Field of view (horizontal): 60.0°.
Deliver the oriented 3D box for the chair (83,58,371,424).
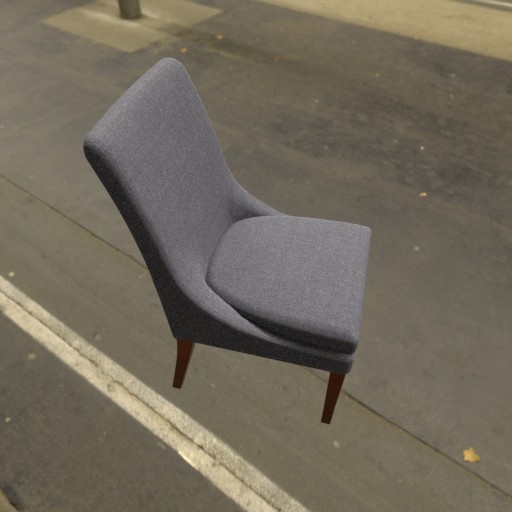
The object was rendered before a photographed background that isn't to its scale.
[{"bbox_3d":[0.000,0.000,1.325,0.655,0.952,0.508,11,47,10],"label":"chair"}]
